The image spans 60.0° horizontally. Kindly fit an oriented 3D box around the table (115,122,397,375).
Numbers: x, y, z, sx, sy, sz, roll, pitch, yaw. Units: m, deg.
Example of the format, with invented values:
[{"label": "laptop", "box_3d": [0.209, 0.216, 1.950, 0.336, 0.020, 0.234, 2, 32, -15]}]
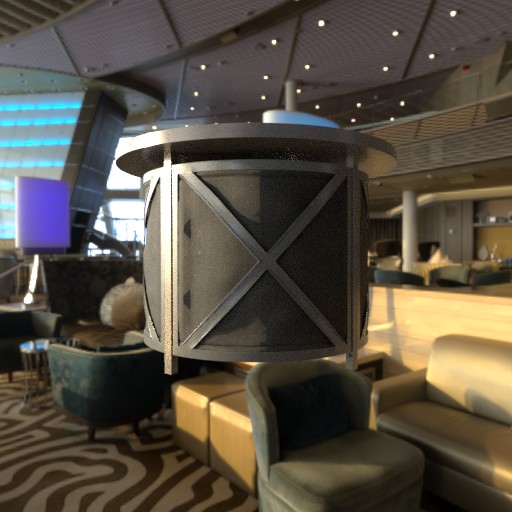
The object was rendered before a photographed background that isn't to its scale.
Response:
[{"label": "table", "box_3d": [0.000, 0.000, 1.517, 0.914, 0.650, 0.914, 0, 1, 0]}]
